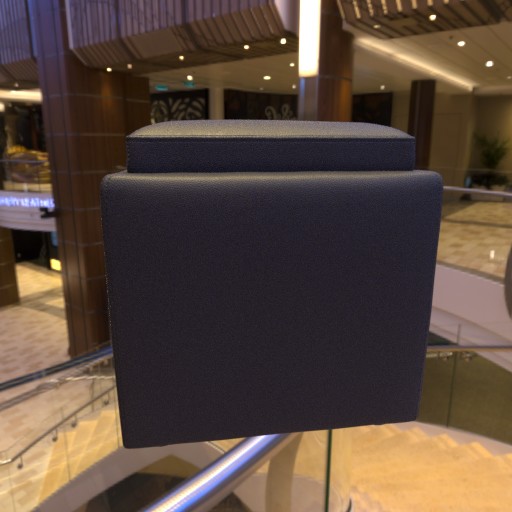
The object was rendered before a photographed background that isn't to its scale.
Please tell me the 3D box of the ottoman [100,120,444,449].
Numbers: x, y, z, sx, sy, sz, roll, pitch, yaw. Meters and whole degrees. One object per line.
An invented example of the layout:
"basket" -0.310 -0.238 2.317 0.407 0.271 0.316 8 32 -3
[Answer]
"ottoman" 0.000 0.000 0.793 0.450 0.460 0.451 -2 14 -8
